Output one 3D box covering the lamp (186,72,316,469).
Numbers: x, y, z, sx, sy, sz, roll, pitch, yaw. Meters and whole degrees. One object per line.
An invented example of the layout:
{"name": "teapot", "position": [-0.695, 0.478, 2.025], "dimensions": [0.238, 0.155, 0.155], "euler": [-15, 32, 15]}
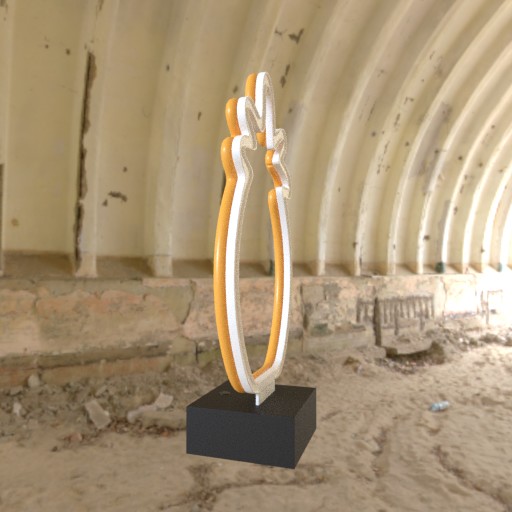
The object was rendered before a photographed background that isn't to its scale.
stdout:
{"name": "lamp", "position": [0.000, 0.000, 0.385], "dimensions": [0.088, 0.317, 0.167], "euler": [-1, -2, 18]}
